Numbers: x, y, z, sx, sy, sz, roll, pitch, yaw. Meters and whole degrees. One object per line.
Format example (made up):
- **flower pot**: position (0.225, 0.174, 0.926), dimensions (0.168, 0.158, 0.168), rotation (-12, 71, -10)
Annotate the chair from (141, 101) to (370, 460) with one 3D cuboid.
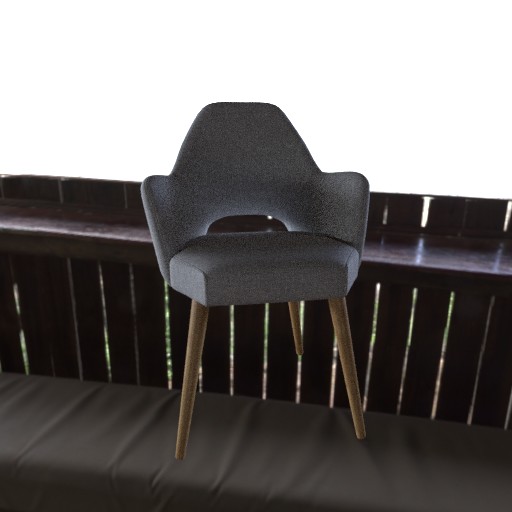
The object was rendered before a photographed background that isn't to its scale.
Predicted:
- **chair**: position (0.000, 0.000, 1.240), dimensions (0.590, 0.840, 0.610), rotation (-3, 17, -9)
